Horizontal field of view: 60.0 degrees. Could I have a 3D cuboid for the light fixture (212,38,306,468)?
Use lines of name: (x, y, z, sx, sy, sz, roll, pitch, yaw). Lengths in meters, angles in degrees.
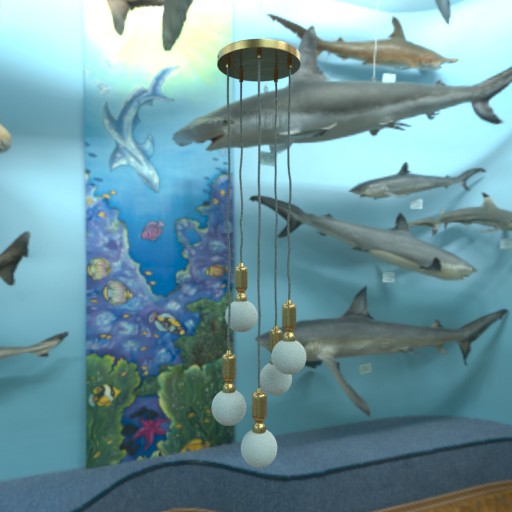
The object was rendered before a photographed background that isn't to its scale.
light fixture: (0.000, 0.000, 0.515, 0.105, 0.457, 0.108, 0, 1, -18)
